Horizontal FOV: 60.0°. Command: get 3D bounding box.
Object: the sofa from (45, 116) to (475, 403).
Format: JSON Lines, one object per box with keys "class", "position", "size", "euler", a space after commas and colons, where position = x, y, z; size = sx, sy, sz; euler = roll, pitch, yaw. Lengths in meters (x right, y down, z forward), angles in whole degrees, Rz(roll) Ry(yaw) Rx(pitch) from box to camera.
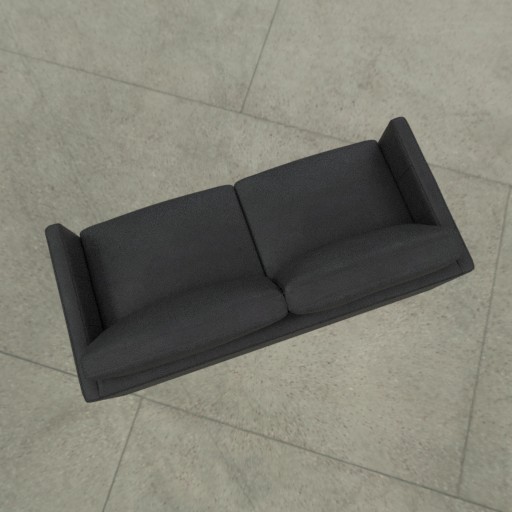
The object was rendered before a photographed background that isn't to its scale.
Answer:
{"class": "sofa", "position": [0.000, 0.000, 2.416], "size": [1.971, 0.863, 0.933], "euler": [-18, 77, -4]}
